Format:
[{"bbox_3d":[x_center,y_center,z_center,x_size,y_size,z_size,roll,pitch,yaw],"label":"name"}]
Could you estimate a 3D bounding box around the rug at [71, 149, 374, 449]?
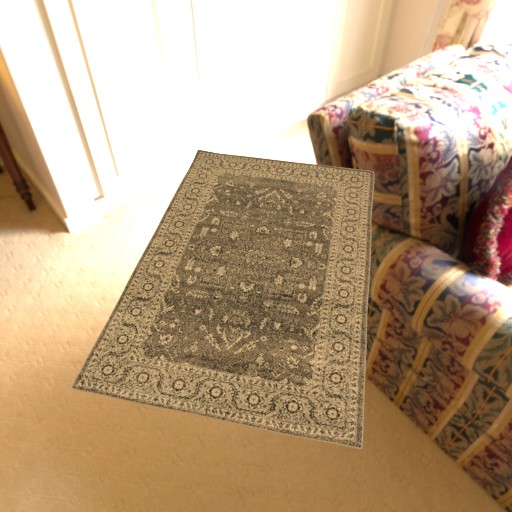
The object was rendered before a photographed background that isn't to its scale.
[{"bbox_3d":[0.000,0.000,2.382,1.209,0.019,1.828,9,47,8],"label":"rug"}]
